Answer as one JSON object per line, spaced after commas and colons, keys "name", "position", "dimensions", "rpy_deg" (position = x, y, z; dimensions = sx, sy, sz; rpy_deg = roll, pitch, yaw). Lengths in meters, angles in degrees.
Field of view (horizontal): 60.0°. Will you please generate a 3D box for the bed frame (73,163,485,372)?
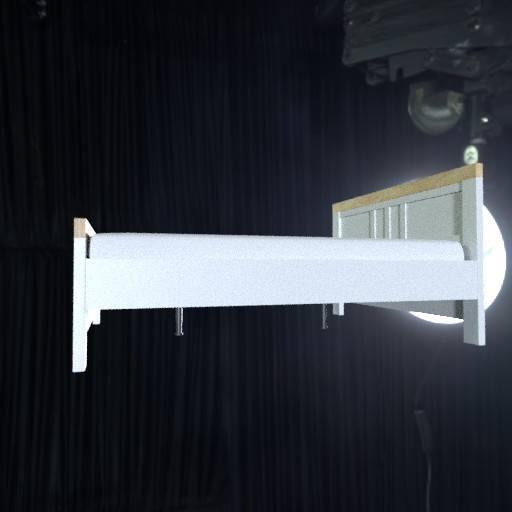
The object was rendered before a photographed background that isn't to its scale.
{"name": "bed frame", "position": [0.000, 0.000, 2.872], "dimensions": [2.050, 0.980, 1.670], "rpy_deg": [0, -1, -17]}
